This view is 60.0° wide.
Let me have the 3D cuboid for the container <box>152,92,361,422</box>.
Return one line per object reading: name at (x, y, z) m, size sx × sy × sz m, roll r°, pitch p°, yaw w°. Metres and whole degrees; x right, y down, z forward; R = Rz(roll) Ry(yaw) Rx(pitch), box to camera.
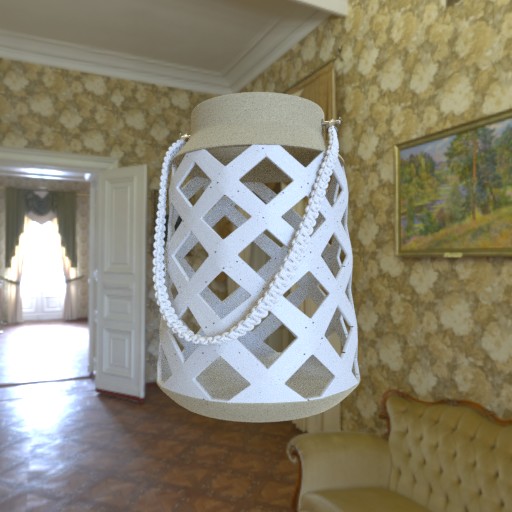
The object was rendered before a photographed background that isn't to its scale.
container at (0.000, 0.000, 0.358) m, size 0.163 × 0.229 × 0.172 m, roll 0°, pitch -1°, yaw 18°
